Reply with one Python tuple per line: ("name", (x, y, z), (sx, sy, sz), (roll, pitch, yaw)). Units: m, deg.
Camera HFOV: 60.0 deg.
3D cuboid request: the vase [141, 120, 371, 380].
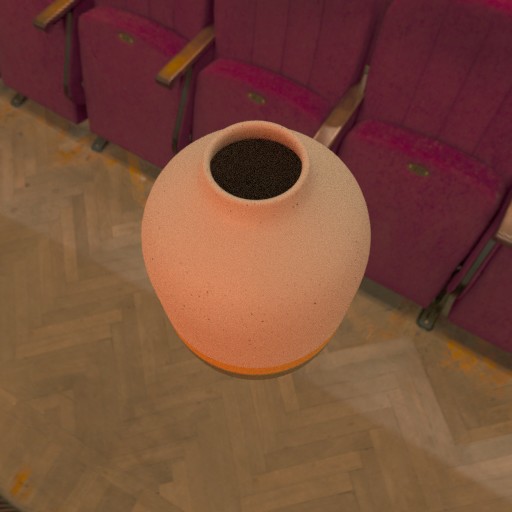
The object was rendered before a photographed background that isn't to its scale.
("vase", (0.000, 0.000, 0.364), (0.169, 0.240, 0.169), (0, 62, 0))
